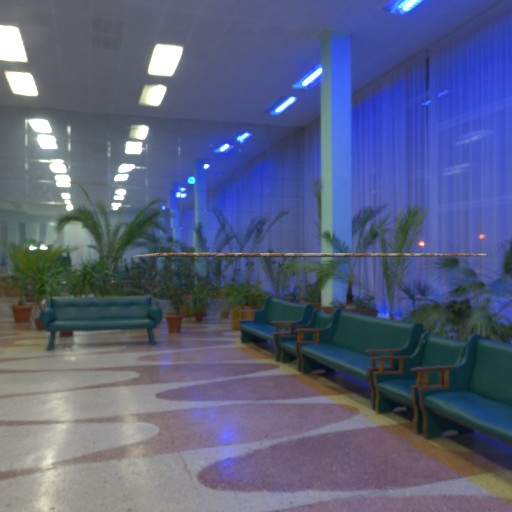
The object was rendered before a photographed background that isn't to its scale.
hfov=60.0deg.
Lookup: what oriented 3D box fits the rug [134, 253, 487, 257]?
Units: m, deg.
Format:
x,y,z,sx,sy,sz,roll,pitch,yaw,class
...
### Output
x,y,z,sx,sy,sz,roll,pitch,yaw,class
0.000,0.000,3.012,1.517,0.011,2.435,0,0,-17,rug
